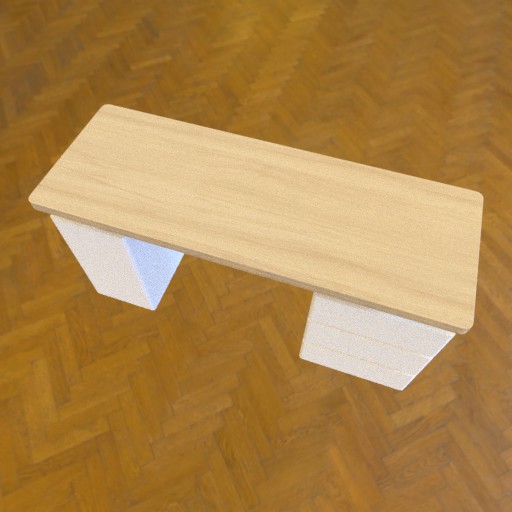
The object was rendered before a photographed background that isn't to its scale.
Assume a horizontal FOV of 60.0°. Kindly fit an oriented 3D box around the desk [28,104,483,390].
[{"bbox_3d":[0.000,0.000,1.858,1.500,0.755,0.550,16,58,10],"label":"desk"}]
